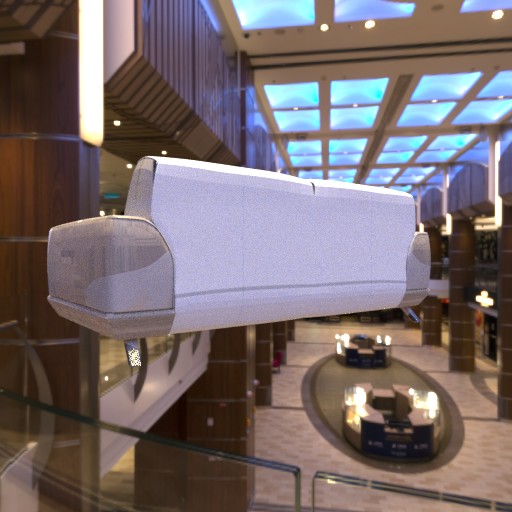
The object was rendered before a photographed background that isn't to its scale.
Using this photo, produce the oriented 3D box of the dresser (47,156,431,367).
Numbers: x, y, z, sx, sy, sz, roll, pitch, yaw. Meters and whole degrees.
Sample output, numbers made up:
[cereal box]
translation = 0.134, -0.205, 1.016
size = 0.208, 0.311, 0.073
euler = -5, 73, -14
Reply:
[dresser]
translation = 0.000, 0.000, 5.842
size = 4.679, 1.863, 2.251
euler = 0, 0, -37
